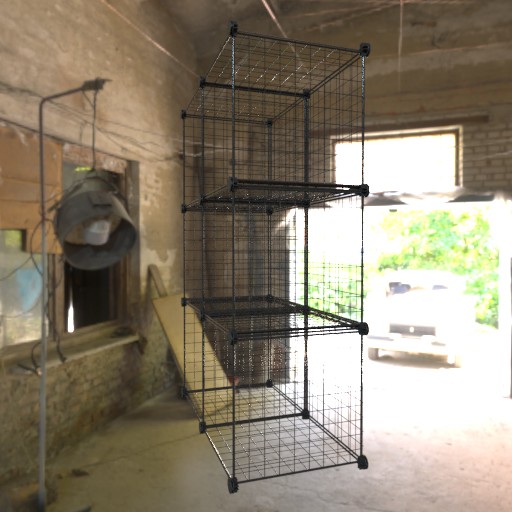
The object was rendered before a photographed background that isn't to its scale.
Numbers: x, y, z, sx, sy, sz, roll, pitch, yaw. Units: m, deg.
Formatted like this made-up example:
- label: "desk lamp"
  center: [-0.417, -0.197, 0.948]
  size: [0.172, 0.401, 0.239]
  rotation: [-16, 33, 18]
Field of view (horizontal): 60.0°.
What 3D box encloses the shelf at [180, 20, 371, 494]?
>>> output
- label: "shelf"
  center: [0.000, 0.000, 1.378]
  size: [0.356, 1.067, 0.711]
  rotation: [0, 1, -19]
